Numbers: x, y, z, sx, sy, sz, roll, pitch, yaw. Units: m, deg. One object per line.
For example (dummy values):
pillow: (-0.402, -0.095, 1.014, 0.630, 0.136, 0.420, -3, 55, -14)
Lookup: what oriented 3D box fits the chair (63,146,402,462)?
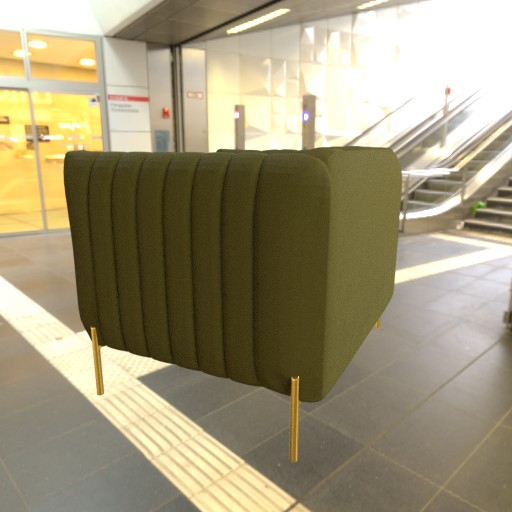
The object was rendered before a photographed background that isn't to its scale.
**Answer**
chair: (0.000, 0.000, 1.647, 0.877, 0.794, 1.032, 7, 16, 26)
